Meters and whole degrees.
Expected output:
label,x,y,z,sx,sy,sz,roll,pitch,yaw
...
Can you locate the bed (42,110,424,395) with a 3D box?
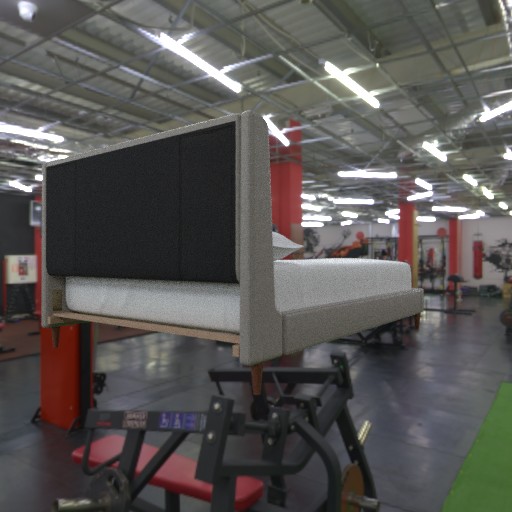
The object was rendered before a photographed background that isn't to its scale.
label,x,y,z,sx,sy,sz,roll,pitch,yaw
bed,0.000,0.000,3.120,1.656,1.147,2.232,0,0,37
